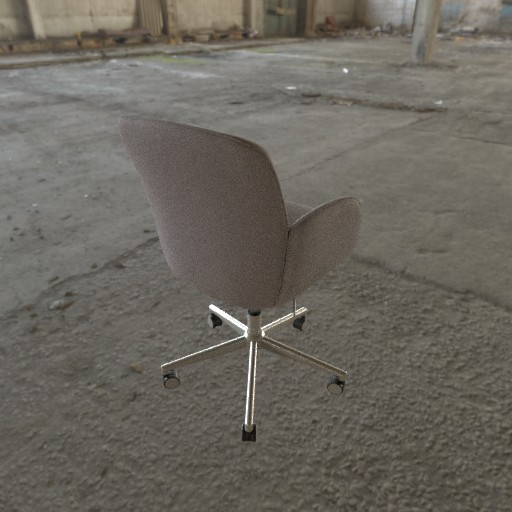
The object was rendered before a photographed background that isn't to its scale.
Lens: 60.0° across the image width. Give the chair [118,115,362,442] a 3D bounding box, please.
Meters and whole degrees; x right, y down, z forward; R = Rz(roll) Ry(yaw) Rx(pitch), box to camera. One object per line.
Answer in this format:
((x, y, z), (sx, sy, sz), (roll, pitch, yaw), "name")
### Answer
((0.000, 0.000, 1.431), (0.648, 0.959, 0.654), (21, 36, 33), "chair")
